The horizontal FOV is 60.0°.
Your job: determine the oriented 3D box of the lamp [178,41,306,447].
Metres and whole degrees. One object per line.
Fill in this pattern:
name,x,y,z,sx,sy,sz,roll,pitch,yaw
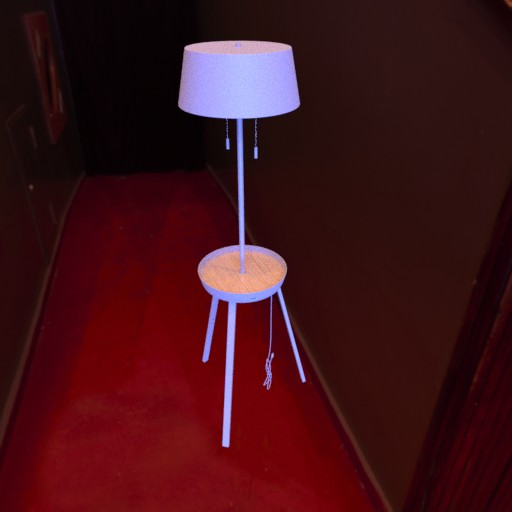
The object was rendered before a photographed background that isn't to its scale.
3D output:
lamp,0.000,0.000,1.637,0.468,1.429,0.508,-8,33,-13
